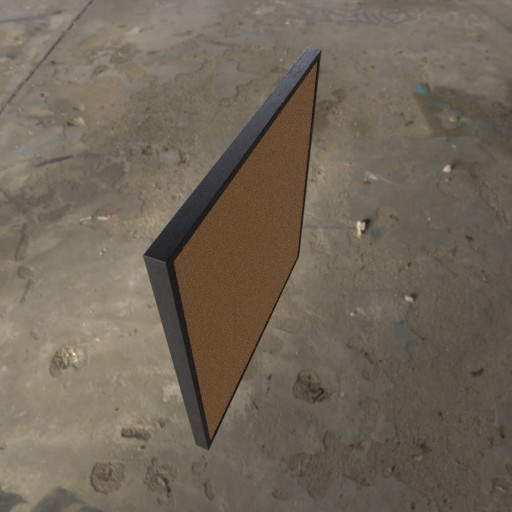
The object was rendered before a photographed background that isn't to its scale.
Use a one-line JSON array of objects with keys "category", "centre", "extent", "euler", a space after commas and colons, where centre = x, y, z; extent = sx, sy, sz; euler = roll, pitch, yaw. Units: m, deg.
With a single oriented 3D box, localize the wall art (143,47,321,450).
[{"category": "wall art", "centre": [0.000, 0.000, 1.150], "extent": [0.039, 0.763, 0.763], "euler": [17, 50, 15]}]
